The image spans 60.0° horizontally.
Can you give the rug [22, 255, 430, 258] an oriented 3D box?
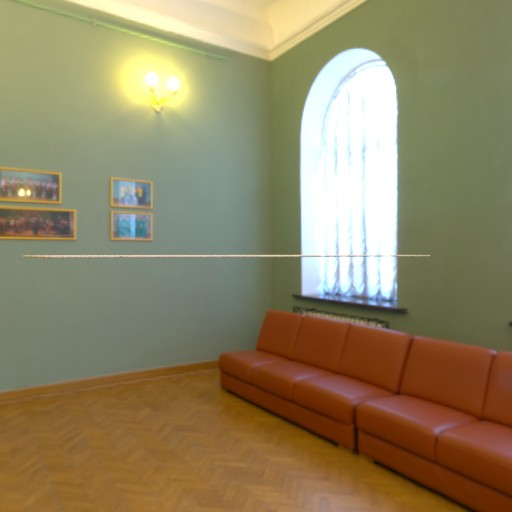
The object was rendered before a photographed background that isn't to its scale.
[{"bbox_3d":[0.000,0.000,2.687,2.435,0.009,0.750,0,0,-35],"label":"rug"}]
